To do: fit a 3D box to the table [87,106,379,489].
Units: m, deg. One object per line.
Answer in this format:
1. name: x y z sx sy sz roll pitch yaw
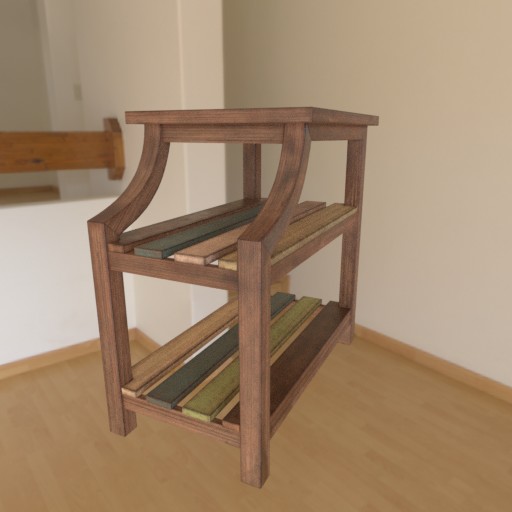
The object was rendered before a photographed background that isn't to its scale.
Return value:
1. table: 0.000 0.000 0.950 0.356 0.584 0.609 8 17 25
